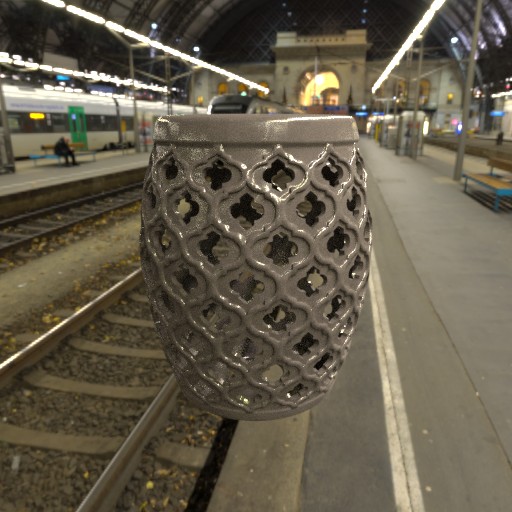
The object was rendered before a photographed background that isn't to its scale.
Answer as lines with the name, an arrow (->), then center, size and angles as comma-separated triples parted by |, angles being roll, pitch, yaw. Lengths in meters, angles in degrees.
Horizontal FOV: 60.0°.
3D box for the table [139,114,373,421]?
table -> 0.000, 0.000, 0.645 | 0.325, 0.388, 0.325 | 0, 16, 0
